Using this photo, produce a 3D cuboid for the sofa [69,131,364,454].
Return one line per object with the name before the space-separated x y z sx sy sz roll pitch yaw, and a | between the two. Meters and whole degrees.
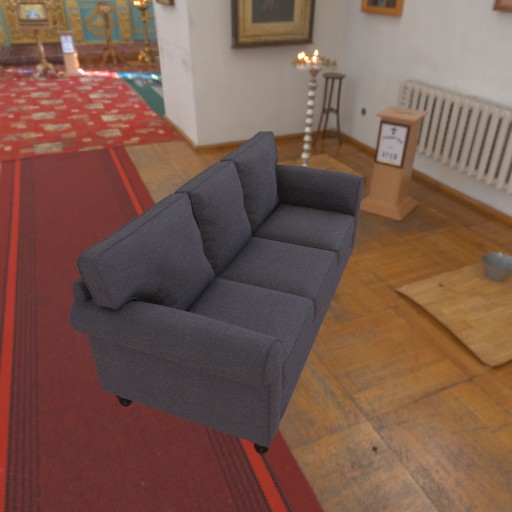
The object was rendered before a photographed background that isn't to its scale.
sofa | 0.000 0.000 2.634 0.909 0.966 2.084 11 32 18
